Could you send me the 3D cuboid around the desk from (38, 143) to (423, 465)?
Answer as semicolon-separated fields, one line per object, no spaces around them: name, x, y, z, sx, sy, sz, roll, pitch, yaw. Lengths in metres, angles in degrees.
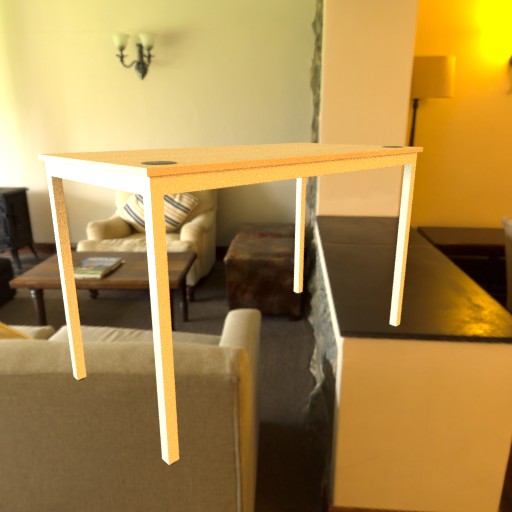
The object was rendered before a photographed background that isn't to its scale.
desk;0.000;0.000;1.601;1.200;0.750;0.600;-16;23;-42
